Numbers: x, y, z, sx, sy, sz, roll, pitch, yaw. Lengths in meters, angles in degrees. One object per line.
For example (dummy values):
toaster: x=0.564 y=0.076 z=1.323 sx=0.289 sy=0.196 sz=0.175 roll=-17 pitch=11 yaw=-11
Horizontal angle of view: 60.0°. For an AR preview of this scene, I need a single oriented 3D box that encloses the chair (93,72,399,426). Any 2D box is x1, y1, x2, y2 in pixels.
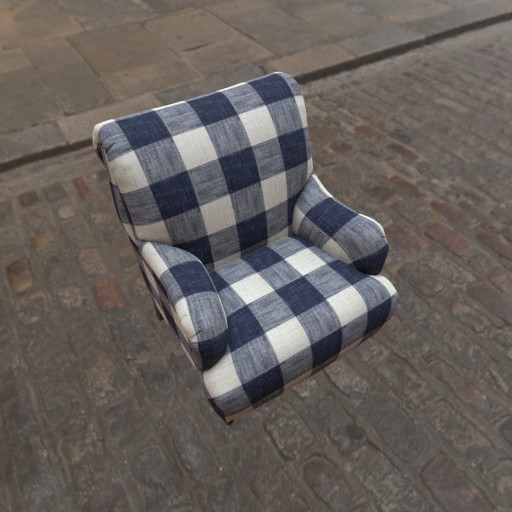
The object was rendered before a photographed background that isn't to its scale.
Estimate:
chair: x=0.000 y=0.000 z=1.629 sx=0.781 sy=0.953 sz=0.848 roll=-25 pitch=51 yaw=-22
